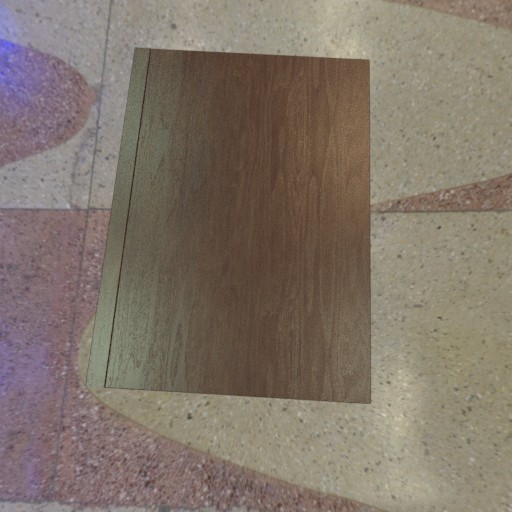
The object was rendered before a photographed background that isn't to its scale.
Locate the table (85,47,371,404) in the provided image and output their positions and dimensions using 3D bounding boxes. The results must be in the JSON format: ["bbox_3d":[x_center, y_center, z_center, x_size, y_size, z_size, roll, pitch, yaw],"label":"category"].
[{"bbox_3d":[0.000,0.000,0.982,0.449,0.609,0.557,3,76,1],"label":"table"}]
